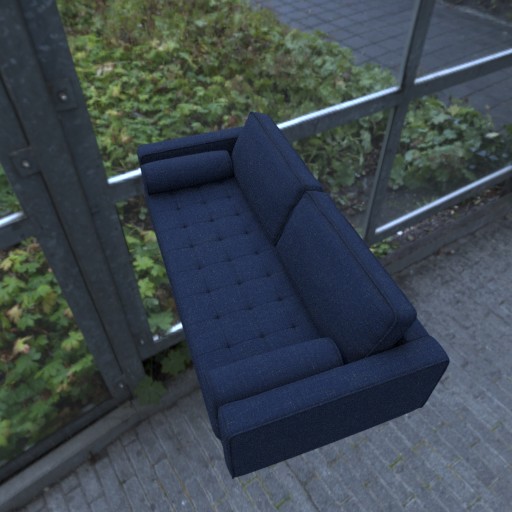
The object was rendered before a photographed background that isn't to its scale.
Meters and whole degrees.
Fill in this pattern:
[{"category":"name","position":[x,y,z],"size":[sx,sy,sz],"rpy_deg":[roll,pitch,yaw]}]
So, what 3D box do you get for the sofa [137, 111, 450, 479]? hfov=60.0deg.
[{"category":"sofa","position":[0.000,0.000,2.304],"size":[0.914,0.762,1.880],"rpy_deg":[-15,48,-14]}]
